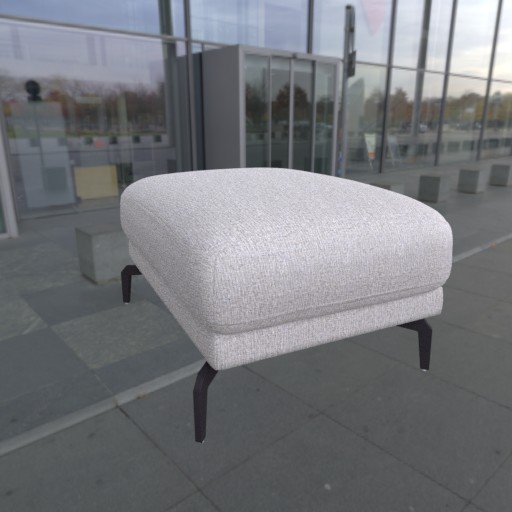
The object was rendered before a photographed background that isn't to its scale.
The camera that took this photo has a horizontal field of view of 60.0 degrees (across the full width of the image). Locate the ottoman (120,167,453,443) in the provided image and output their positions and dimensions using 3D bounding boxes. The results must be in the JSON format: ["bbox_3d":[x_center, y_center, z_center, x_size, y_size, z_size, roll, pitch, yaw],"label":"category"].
[{"bbox_3d":[0.000,0.000,1.121,0.568,0.420,0.772,-8,19,-25],"label":"ottoman"}]
